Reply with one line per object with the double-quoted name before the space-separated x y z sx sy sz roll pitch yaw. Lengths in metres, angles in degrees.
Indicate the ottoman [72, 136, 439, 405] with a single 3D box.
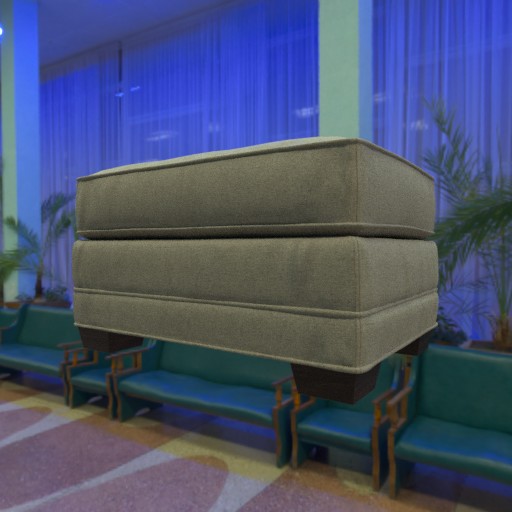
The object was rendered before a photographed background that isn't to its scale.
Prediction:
"ottoman" 0.000 0.000 1.216 0.848 0.508 0.611 1 1 34
